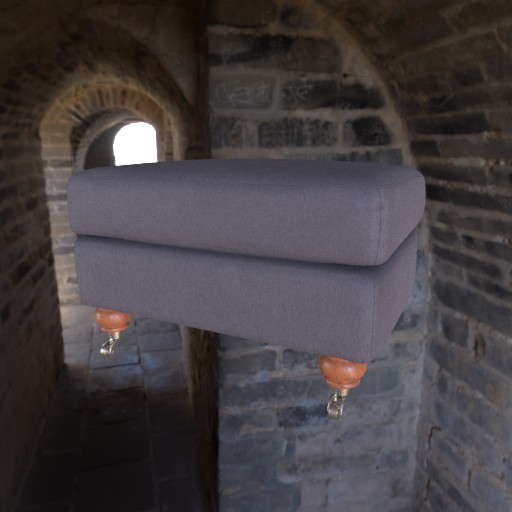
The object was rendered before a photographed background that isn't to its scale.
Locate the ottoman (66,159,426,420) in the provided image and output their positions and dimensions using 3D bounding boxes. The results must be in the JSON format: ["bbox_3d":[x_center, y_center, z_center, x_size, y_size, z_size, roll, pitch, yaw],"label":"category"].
[{"bbox_3d":[0.000,0.000,1.164,0.773,0.497,0.574,7,15,26],"label":"ottoman"}]
